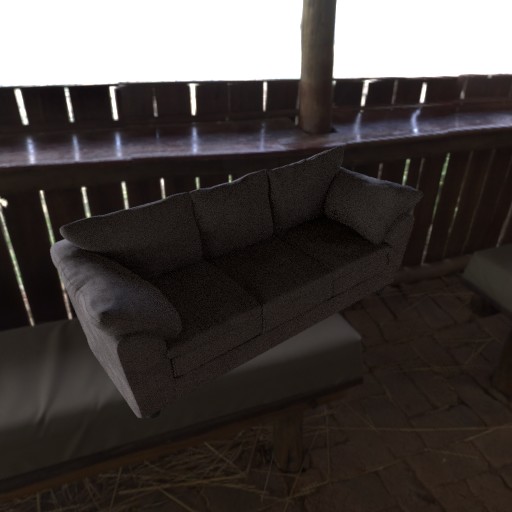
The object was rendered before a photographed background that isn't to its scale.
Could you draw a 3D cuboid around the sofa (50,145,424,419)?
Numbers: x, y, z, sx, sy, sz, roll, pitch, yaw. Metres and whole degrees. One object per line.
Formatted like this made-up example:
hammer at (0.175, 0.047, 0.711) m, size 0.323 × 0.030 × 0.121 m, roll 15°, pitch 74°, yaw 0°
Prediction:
sofa at (0.000, 0.000, 2.918) m, size 2.377 × 0.981 × 0.893 m, roll -21°, pitch 36°, yaw -32°
